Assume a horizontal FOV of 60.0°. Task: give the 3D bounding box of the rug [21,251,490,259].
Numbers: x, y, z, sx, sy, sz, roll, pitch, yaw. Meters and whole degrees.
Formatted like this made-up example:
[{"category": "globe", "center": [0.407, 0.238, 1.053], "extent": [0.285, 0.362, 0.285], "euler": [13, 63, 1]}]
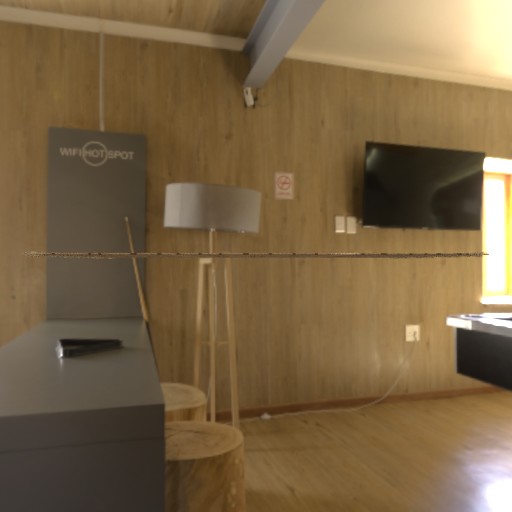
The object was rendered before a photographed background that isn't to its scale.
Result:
[{"category": "rug", "center": [0.000, 0.000, 2.492], "extent": [2.023, 0.028, 1.224], "euler": [0, -1, -1]}]
